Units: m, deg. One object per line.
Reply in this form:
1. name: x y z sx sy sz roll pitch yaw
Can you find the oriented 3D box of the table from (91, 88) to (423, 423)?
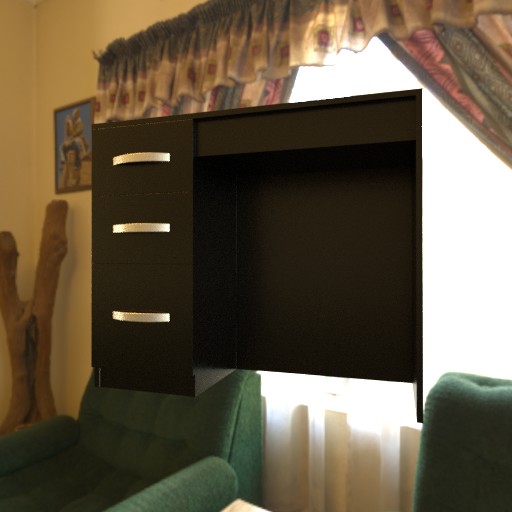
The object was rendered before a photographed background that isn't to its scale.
1. table: 0.000 0.000 1.340 0.930 0.790 0.380 0 0 18
